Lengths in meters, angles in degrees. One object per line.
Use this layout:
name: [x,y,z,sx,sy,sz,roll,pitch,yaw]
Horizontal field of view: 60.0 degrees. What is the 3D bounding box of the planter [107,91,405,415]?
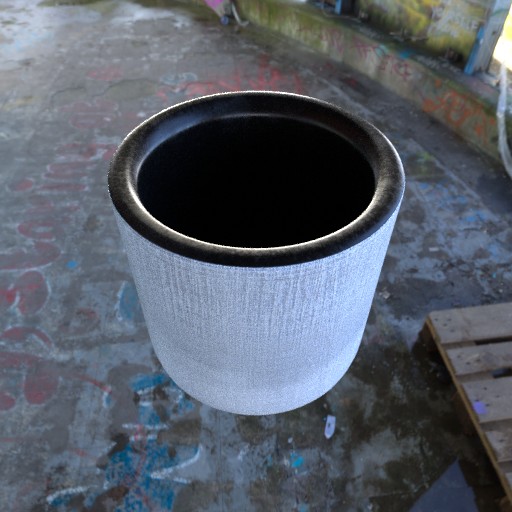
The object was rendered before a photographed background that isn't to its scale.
planter: [0.000,0.000,0.294,0.160,0.156,0.160,0,47,0]
